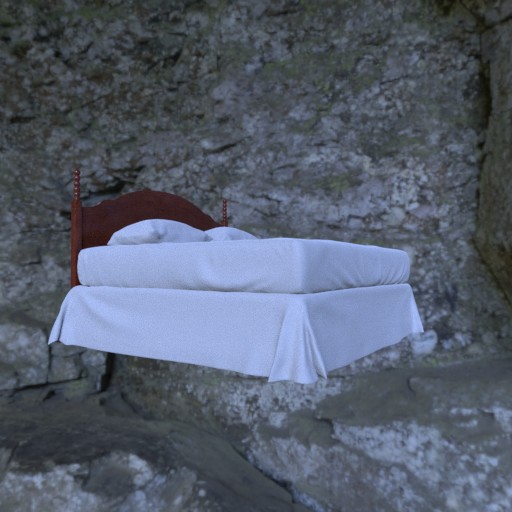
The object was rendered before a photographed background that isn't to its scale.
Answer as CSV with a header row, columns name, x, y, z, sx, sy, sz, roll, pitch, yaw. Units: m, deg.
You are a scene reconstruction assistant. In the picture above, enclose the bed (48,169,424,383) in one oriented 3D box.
name,x,y,z,sx,sy,sz,roll,pitch,yaw
bed,0.000,0.000,3.636,2.219,1.355,2.322,-1,-2,35
